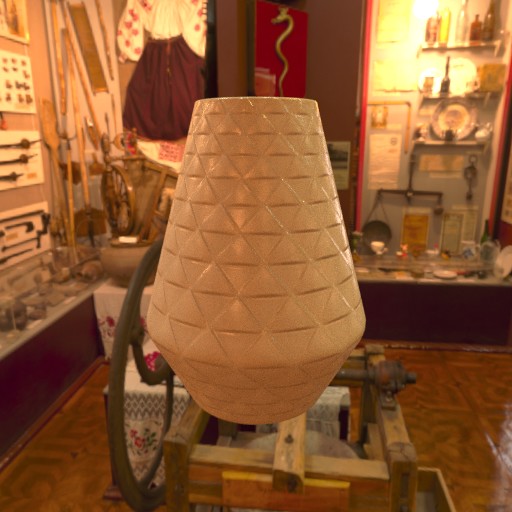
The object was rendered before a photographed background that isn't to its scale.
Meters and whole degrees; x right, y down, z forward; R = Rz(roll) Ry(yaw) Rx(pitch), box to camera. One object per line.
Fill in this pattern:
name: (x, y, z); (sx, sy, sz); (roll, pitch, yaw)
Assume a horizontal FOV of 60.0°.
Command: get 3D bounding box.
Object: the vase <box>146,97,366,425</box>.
vase: (0.000, 0.000, 0.350); (0.175, 0.230, 0.175); (0, 15, 0)
